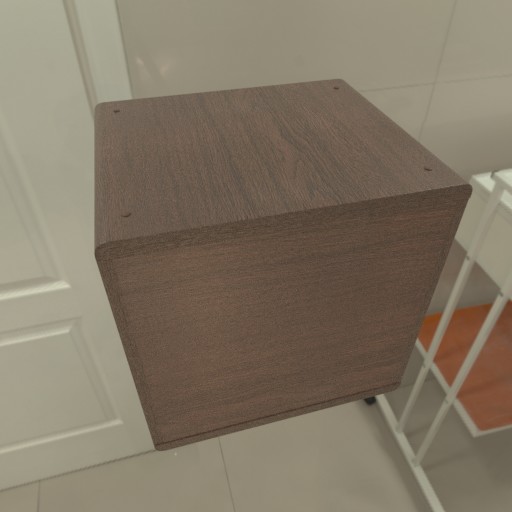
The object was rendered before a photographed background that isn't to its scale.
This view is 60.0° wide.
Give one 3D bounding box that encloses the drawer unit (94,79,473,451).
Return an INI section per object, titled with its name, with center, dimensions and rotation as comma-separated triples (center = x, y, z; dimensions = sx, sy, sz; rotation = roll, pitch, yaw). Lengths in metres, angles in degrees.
[drawer unit]
center = 0.000, 0.000, 0.593
dimensions = 0.344, 0.344, 0.290
rotation = -10, 42, -12
